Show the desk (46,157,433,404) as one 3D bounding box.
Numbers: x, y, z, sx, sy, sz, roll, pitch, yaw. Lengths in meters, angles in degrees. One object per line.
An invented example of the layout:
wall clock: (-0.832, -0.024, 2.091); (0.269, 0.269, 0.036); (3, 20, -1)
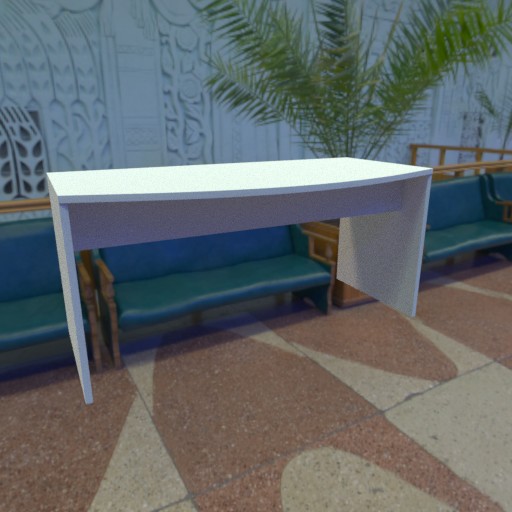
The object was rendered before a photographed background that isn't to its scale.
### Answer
desk: (0.000, 0.000, 2.013); (1.600, 0.750, 0.802); (-9, 20, -26)
